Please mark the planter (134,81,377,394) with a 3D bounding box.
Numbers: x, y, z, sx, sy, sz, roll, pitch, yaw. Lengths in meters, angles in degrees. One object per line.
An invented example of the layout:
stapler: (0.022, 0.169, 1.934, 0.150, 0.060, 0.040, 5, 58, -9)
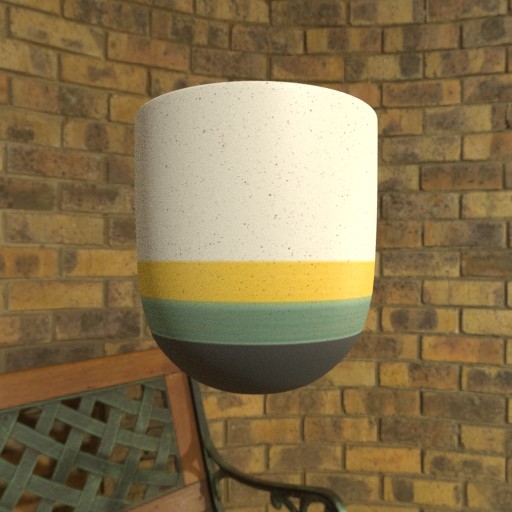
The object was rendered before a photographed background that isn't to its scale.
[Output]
planter: (0.000, 0.000, 0.368, 0.195, 0.214, 0.195, 0, -1, 0)
